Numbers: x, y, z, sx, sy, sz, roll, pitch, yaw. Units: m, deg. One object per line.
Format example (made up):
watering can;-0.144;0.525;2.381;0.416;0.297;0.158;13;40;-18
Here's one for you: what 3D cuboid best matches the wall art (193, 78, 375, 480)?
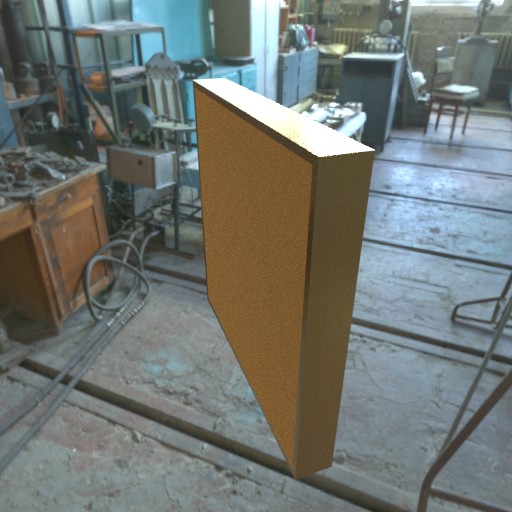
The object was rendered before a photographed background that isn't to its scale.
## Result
wall art;0.000;0.000;0.461;0.038;0.304;0.304;-11;32;-18
